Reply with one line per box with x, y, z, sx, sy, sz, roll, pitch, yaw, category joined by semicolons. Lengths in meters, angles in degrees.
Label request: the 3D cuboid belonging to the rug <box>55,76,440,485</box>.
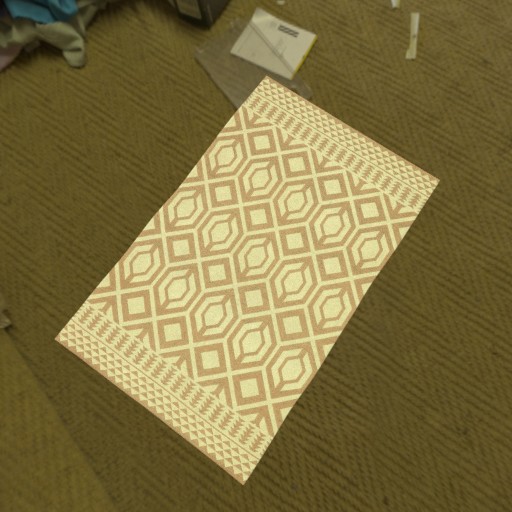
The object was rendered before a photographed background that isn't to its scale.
0.000;0.000;3.040;1.526;0.011;2.435;34;78;8;rug
